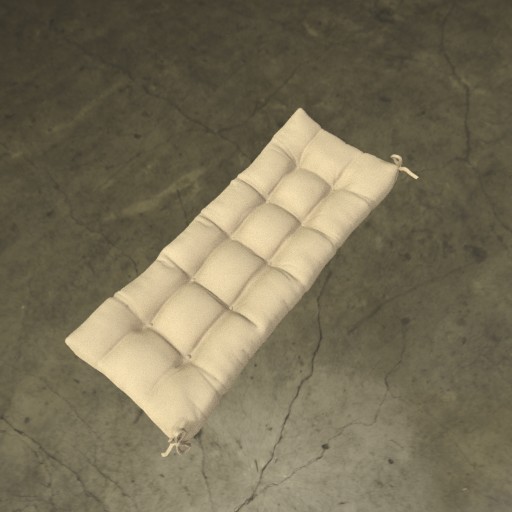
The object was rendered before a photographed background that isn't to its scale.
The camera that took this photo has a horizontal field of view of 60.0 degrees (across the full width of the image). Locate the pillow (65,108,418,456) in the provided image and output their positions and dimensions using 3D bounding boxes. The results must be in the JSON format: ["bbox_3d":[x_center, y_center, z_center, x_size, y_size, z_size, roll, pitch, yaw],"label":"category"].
[{"bbox_3d":[0.000,0.000,1.383,0.511,0.174,1.194,35,68,16],"label":"pillow"}]
